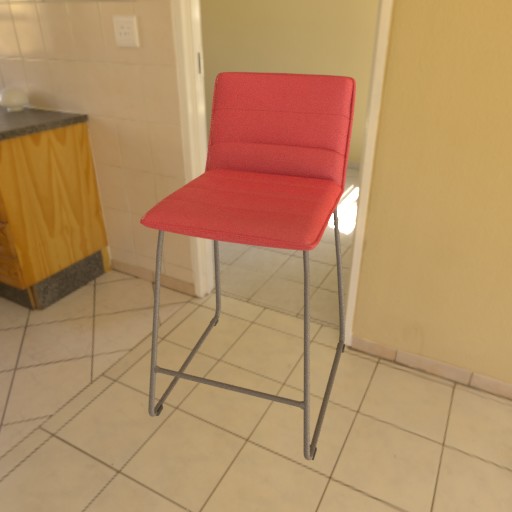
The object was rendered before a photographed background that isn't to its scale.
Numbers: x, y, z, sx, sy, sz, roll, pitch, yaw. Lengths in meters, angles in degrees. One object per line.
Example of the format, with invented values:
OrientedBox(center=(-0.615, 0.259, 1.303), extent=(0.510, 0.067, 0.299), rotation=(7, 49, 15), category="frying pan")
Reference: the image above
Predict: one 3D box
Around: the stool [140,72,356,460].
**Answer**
OrientedBox(center=(0.000, 0.000, 1.188), extent=(0.489, 0.866, 0.524), rotation=(9, 29, 16), category="stool")
